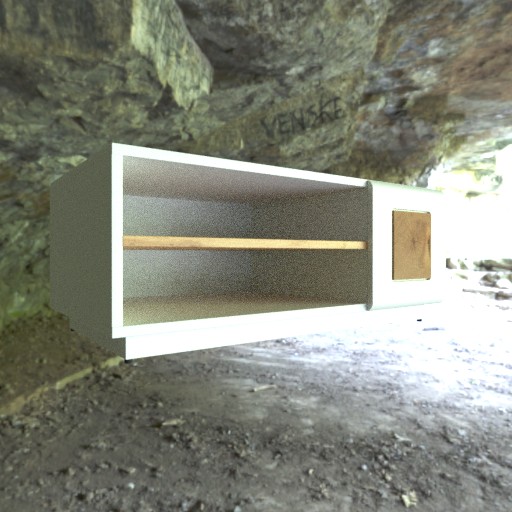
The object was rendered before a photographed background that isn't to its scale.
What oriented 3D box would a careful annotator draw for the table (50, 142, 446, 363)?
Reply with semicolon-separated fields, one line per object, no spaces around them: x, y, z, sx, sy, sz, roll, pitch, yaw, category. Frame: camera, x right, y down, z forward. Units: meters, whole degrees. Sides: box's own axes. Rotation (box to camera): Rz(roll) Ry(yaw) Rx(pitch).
0.000;0.000;1.412;1.097;0.442;0.639;0;0;-35;table
